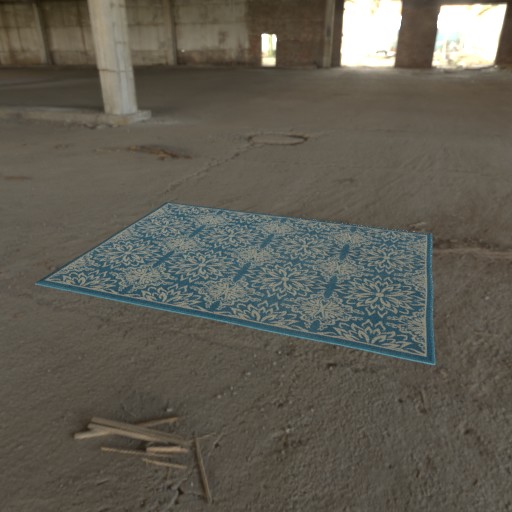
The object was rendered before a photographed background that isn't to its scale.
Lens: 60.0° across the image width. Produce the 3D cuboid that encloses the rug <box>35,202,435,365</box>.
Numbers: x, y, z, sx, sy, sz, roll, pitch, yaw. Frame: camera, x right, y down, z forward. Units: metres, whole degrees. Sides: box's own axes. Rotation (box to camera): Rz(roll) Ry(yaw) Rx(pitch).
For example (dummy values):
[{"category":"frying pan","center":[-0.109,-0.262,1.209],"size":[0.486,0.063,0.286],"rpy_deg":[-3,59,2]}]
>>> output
[{"category":"rug","center":[0.000,0.000,2.929],"size":[2.205,0.012,1.554],"rpy_deg":[9,27,17]}]
